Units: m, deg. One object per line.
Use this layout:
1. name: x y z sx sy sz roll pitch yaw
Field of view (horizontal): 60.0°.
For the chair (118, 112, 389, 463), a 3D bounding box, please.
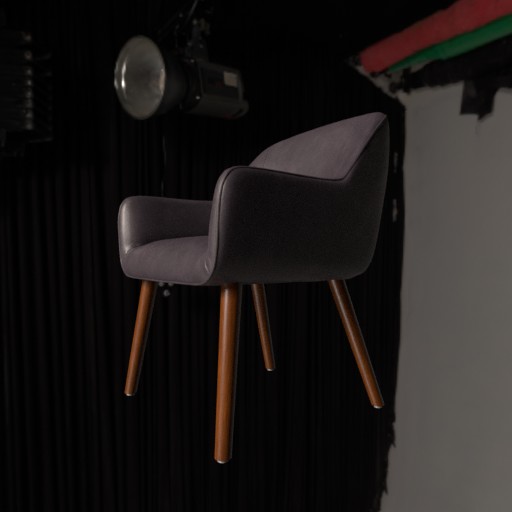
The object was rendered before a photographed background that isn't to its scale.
1. chair: 0.000 0.000 1.270 0.610 0.828 0.610 0 0 -36
